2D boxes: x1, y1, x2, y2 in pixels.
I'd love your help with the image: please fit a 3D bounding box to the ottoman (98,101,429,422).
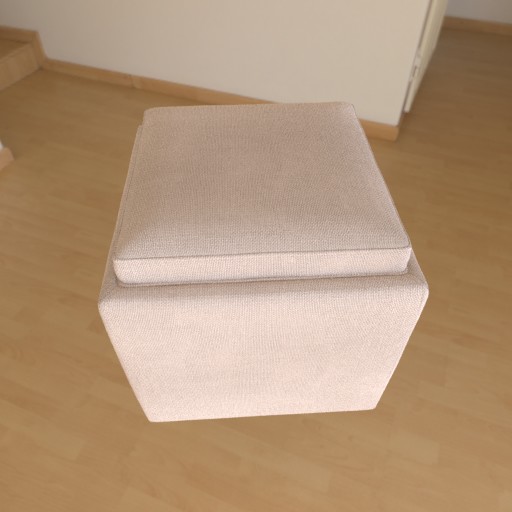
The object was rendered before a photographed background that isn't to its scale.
[{"bbox_3d":[0.000,0.000,0.833,0.451,0.460,0.450,-2,47,-2],"label":"ottoman"}]
